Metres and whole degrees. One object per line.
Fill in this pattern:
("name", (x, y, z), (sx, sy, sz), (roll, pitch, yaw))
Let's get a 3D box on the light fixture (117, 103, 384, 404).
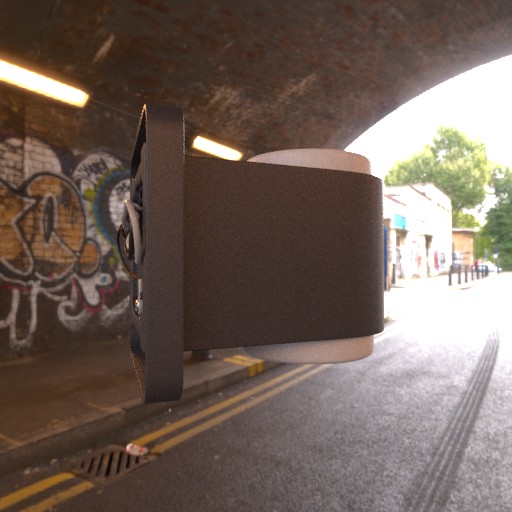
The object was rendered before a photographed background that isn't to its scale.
("light fixture", (0.000, 0.000, 0.220), (0.132, 0.109, 0.109), (0, -1, -19))
